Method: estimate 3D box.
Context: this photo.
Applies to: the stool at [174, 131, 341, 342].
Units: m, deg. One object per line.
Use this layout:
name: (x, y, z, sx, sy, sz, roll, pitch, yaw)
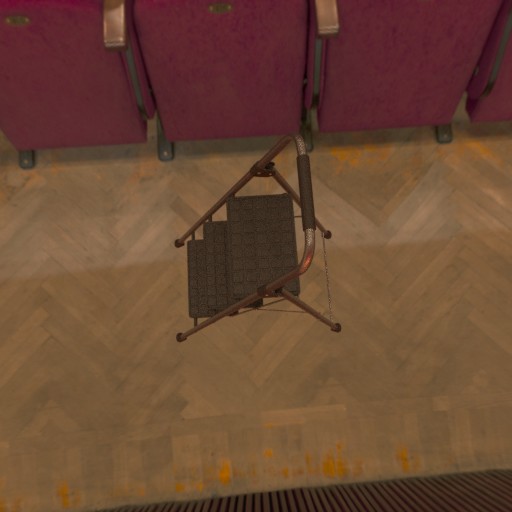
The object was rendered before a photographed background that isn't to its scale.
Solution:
stool: (0.000, 0.000, 1.469, 0.733, 1.121, 0.473, -3, 77, -1)
